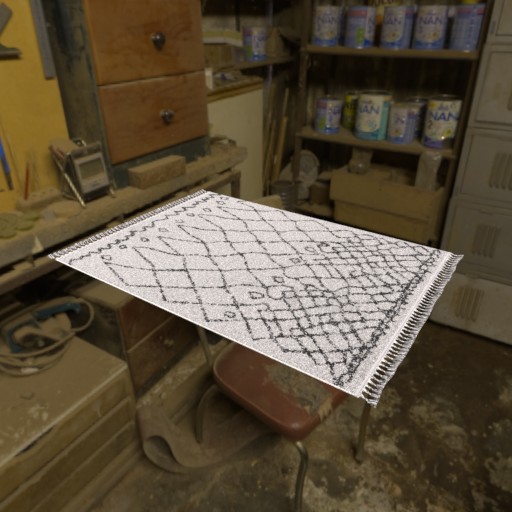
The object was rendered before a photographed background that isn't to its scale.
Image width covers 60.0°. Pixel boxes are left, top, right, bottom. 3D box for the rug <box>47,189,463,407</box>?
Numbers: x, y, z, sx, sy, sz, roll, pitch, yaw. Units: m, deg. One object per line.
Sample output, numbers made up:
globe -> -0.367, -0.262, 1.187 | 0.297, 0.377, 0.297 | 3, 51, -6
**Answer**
rug -> 0.000, 0.000, 2.996 | 2.312, 0.017, 1.613 | 18, 33, 30
